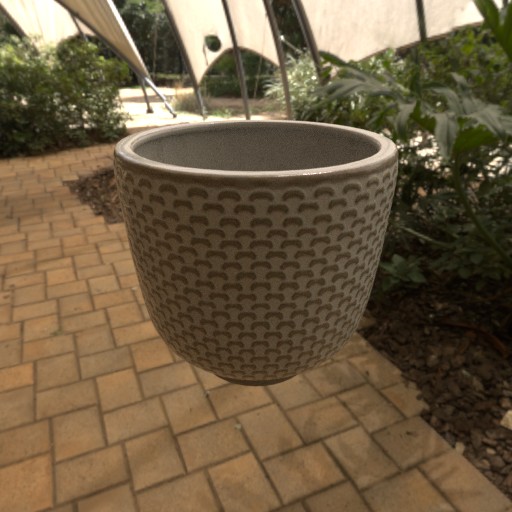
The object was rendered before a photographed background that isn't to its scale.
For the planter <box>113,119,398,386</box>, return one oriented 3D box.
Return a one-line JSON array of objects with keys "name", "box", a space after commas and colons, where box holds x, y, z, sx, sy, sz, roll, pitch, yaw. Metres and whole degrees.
[{"name": "planter", "box": [0.000, 0.000, 0.309, 0.173, 0.160, 0.173, 0, 25, 0]}]
